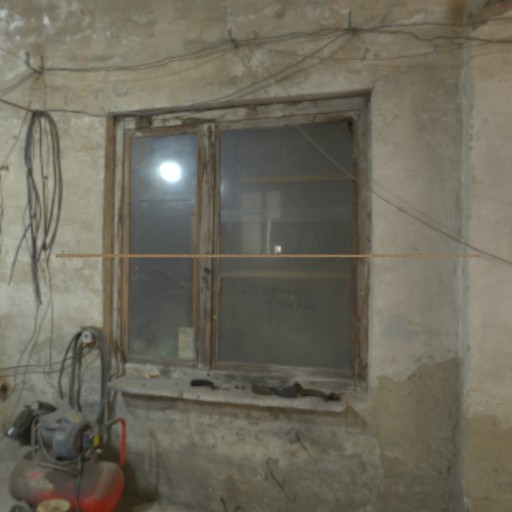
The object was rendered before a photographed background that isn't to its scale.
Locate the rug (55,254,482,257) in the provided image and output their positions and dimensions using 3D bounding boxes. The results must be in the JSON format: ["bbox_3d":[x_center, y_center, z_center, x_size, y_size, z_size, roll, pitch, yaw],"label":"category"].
[{"bbox_3d":[0.000,0.000,2.931,2.290,0.014,1.526,0,0,-19],"label":"rug"}]
